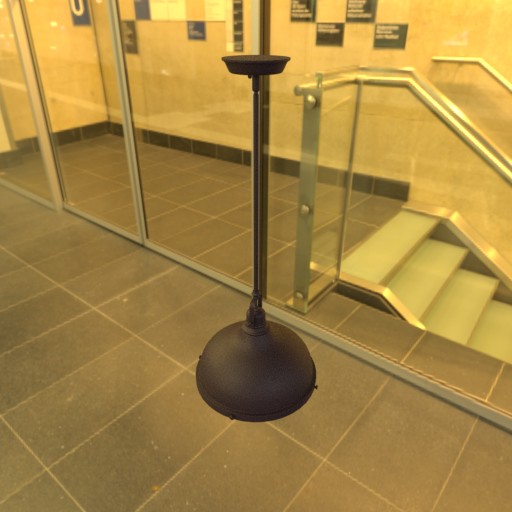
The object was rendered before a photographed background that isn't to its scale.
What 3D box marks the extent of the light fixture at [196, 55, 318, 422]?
[{"bbox_3d":[0.000,0.000,1.035,0.341,0.849,0.341,10,30,18],"label":"light fixture"}]
